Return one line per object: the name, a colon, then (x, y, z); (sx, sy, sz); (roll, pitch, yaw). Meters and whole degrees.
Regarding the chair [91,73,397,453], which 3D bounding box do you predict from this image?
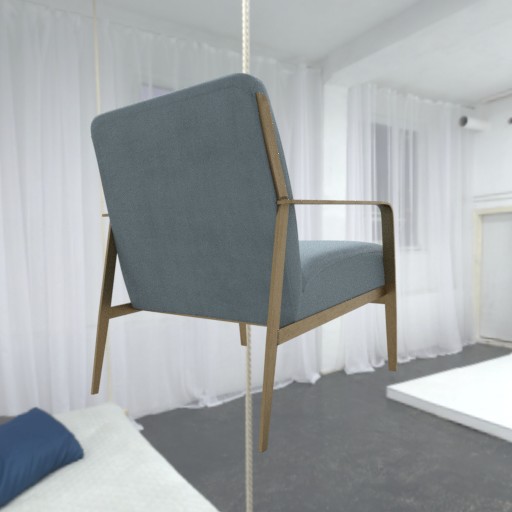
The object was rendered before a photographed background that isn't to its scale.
chair: (0.000, 0.000, 1.450); (0.701, 0.824, 0.842); (1, 1, 37)
